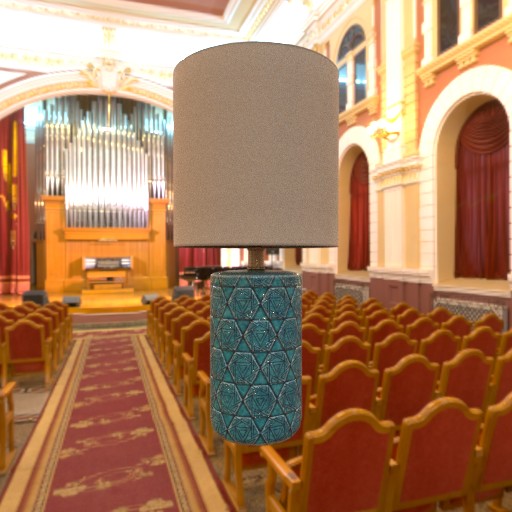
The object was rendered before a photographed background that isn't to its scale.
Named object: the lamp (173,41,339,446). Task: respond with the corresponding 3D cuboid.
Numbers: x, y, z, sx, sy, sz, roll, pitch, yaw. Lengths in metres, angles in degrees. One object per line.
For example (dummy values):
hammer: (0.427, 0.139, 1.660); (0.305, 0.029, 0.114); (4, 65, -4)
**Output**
lamp: (0.000, 0.000, 0.755); (0.278, 0.597, 0.278); (0, 0, -18)
